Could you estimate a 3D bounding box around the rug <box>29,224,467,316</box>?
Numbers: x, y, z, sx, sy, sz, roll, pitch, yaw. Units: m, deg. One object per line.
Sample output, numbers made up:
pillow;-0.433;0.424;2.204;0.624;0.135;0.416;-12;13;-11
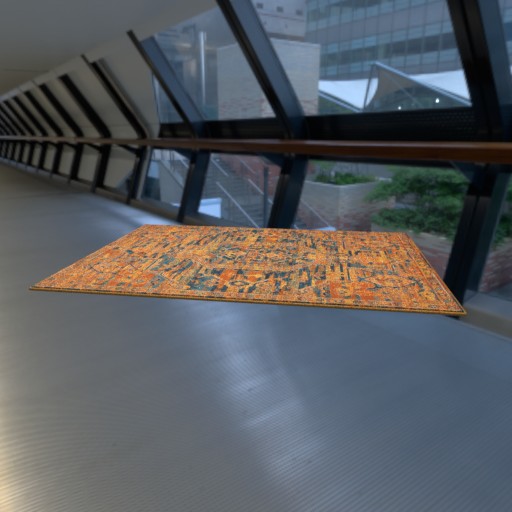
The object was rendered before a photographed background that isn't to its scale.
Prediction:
rug;0.000;0.000;2.943;2.204;0.024;1.588;2;17;8
